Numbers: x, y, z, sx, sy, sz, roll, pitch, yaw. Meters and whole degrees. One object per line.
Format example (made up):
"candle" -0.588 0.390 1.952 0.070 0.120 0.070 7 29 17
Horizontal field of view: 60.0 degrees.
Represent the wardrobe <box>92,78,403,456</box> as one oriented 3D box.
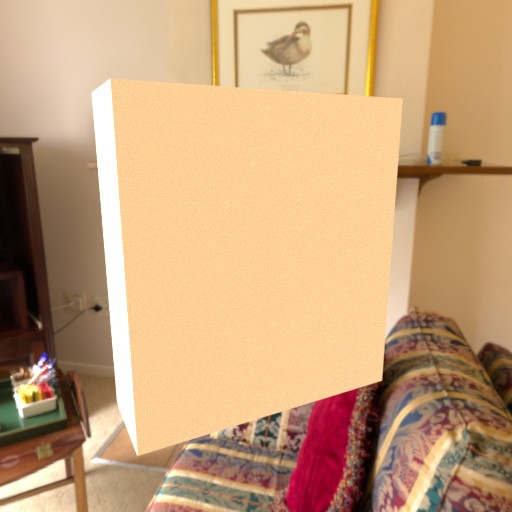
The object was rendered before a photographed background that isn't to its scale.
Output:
"wardrobe" 0.000 0.000 2.955 1.830 2.020 0.600 -7 15 -27
